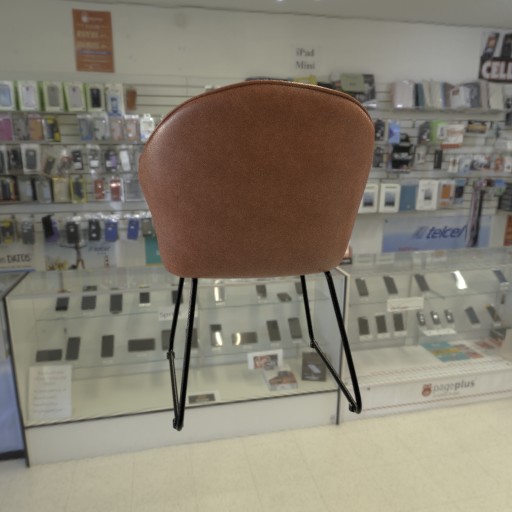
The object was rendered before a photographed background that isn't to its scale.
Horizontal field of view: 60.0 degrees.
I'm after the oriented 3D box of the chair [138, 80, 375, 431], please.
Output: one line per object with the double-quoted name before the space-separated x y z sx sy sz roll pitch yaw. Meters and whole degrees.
"chair" 0.000 0.000 1.157 0.582 0.785 0.580 -2 14 -10
